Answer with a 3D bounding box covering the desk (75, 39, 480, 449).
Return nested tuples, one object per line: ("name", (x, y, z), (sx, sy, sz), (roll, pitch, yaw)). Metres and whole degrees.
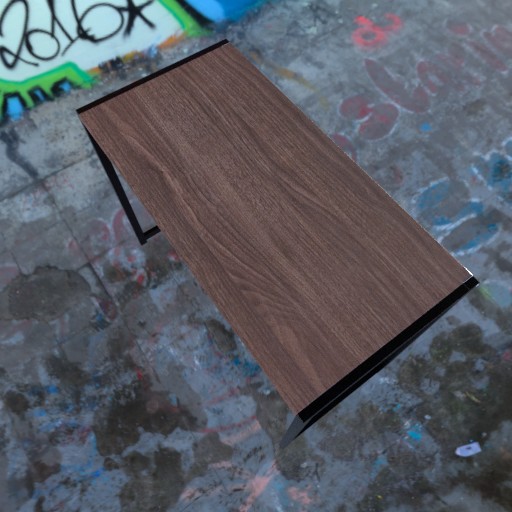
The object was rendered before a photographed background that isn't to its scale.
("desk", (0.000, 0.000, 1.449), (0.508, 0.762, 1.016), (-33, 68, -15))
